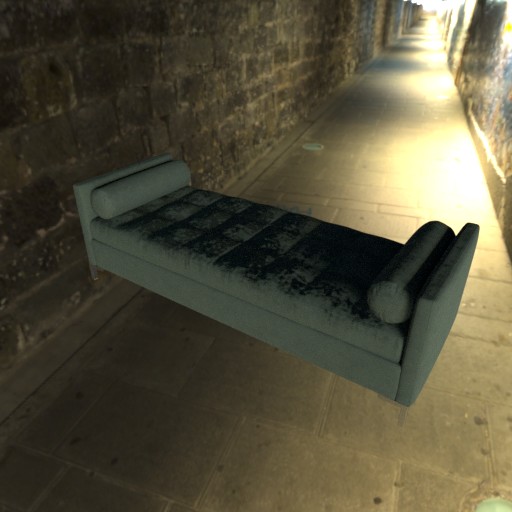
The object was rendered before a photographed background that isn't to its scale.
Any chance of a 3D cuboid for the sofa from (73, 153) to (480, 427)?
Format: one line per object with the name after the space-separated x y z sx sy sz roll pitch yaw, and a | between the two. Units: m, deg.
0.000 0.000 2.502 2.102 0.657 0.797 19 35 30 | sofa
